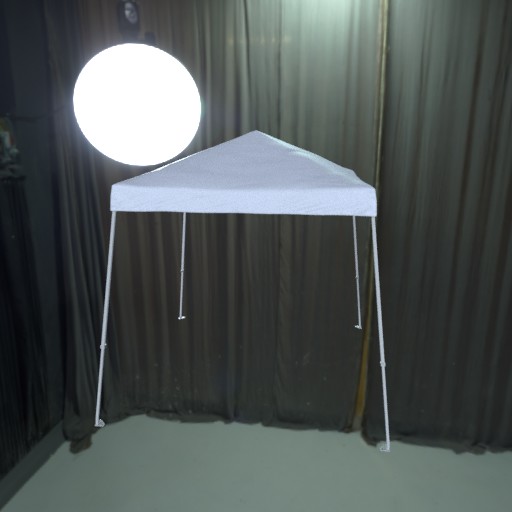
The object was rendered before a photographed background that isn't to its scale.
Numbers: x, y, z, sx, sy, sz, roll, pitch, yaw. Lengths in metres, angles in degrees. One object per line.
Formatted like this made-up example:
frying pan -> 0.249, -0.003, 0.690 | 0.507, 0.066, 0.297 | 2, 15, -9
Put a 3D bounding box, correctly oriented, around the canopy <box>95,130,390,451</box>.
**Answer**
canopy -> 0.000, 0.000, 6.602 | 3.600, 3.600, 3.599 | 2, 15, 7
